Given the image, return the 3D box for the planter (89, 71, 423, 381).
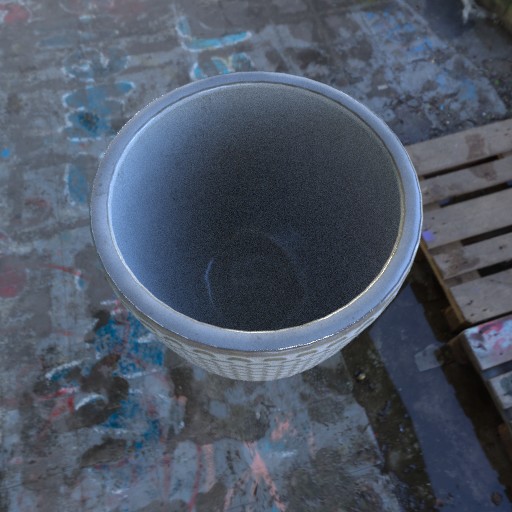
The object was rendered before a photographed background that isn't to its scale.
[{"bbox_3d":[0.000,0.000,0.299,0.173,0.160,0.173,0,64,0],"label":"planter"}]
